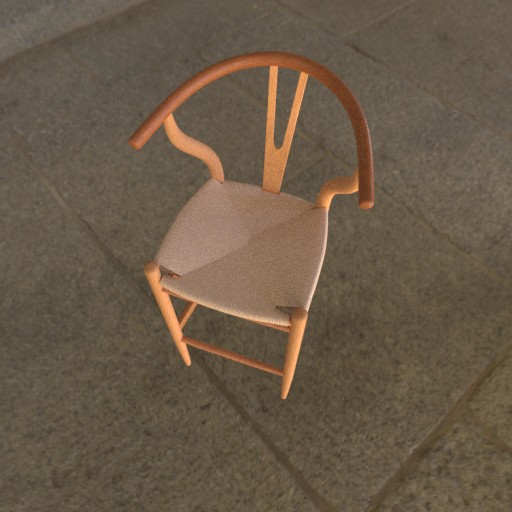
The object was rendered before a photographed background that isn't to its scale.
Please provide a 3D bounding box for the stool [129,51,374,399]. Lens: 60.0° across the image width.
[{"bbox_3d":[0.000,0.000,1.410,0.574,1.068,0.561,16,59,10],"label":"stool"}]
